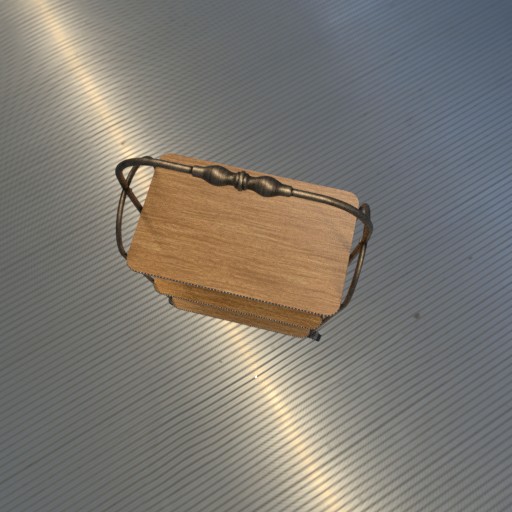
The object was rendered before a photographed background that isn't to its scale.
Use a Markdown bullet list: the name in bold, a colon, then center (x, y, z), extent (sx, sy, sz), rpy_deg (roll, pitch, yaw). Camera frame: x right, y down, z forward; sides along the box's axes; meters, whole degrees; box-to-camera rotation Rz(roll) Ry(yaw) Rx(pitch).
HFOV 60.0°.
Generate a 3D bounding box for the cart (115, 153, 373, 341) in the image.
- **cart**: center (0.000, 0.000, 1.315), extent (0.650, 1.052, 0.330), rpy_deg (13, 75, 3)
